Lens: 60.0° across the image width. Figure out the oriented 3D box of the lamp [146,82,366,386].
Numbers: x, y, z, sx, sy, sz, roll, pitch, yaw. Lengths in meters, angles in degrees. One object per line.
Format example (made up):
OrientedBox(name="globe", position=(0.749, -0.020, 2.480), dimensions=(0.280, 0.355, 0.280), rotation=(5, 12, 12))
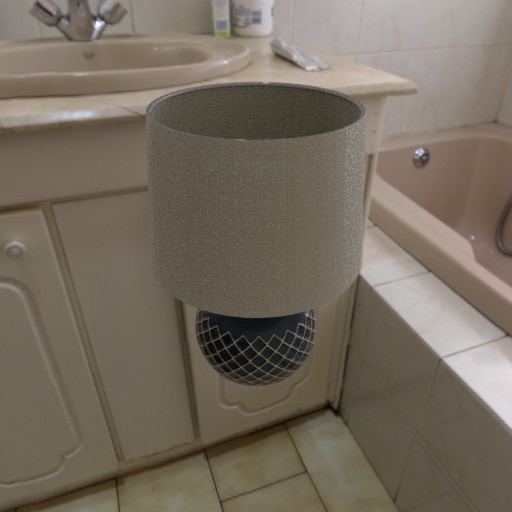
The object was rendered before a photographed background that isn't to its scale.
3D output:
OrientedBox(name="lamp", position=(0.000, 0.000, 0.812), dimensions=(0.376, 0.540, 0.376), rotation=(0, 33, 0))
